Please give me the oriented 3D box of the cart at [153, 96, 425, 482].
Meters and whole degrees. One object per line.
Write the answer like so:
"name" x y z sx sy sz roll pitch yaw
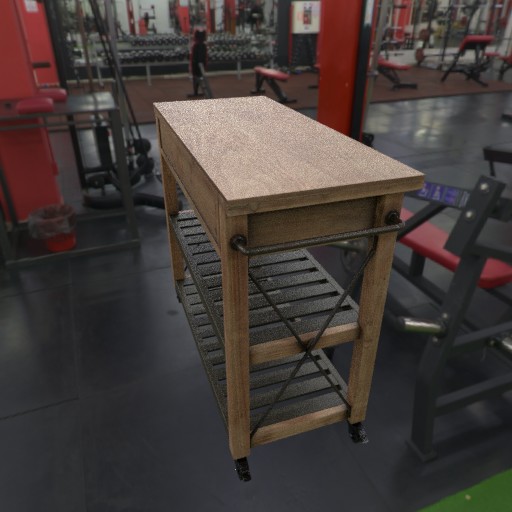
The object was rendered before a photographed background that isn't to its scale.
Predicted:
"cart" 0.000 0.000 0.976 0.298 0.554 0.686 -10 31 -17
